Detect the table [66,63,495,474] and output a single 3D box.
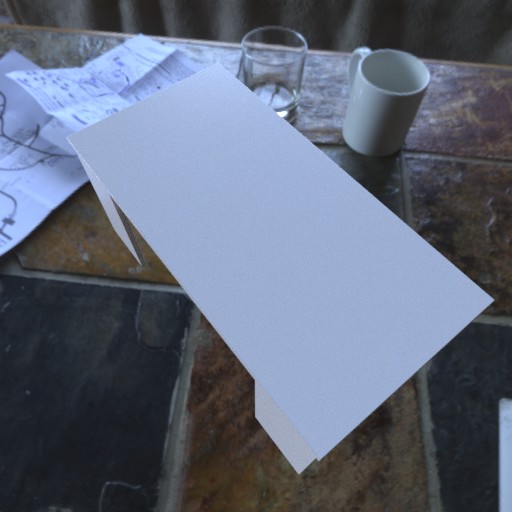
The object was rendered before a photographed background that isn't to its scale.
[{"bbox_3d":[0.000,0.000,1.247,0.500,0.440,1.000,-34,65,-18],"label":"table"}]
